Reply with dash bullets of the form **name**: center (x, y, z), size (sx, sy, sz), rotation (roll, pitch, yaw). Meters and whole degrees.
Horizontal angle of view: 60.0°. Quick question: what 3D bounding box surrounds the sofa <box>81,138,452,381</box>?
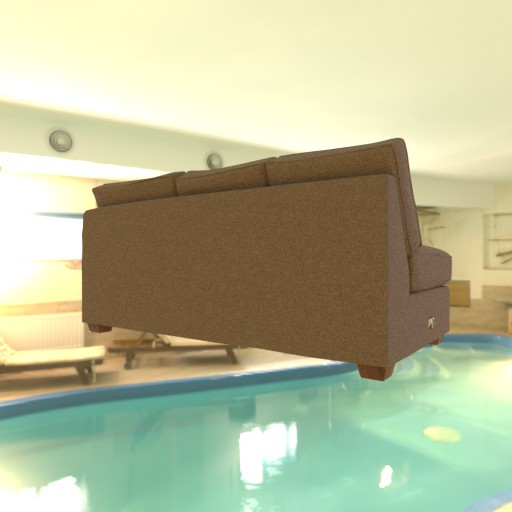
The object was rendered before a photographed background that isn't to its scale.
- **sofa**: center (0.000, 0.000, 2.586), size (1.963, 0.946, 1.034), rotation (0, 0, 36)
